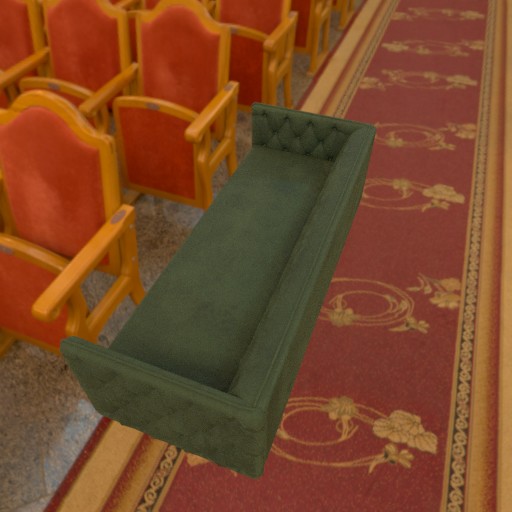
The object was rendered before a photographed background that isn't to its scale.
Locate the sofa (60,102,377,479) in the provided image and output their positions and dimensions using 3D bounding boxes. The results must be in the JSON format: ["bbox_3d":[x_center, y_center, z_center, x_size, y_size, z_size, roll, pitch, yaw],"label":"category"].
[{"bbox_3d":[0.000,0.000,2.615,0.895,0.771,2.209,16,49,15],"label":"sofa"}]
